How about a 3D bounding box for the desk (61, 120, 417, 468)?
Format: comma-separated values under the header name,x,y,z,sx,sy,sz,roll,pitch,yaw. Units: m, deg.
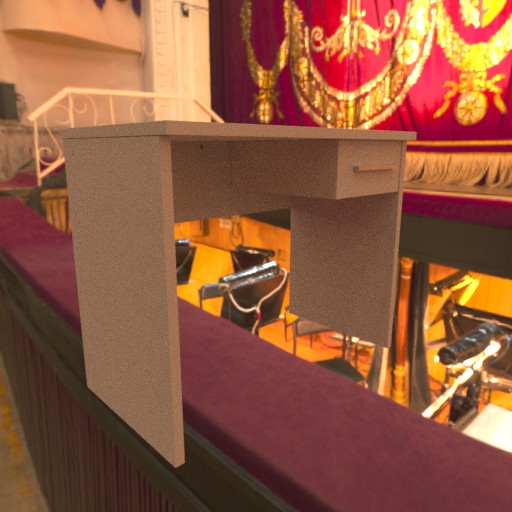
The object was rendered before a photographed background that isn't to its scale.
name,x,y,z,sx,sy,sz,roll,pitch,yaw
desk,0.000,0.000,1.338,0.900,0.729,0.498,-13,19,-42
